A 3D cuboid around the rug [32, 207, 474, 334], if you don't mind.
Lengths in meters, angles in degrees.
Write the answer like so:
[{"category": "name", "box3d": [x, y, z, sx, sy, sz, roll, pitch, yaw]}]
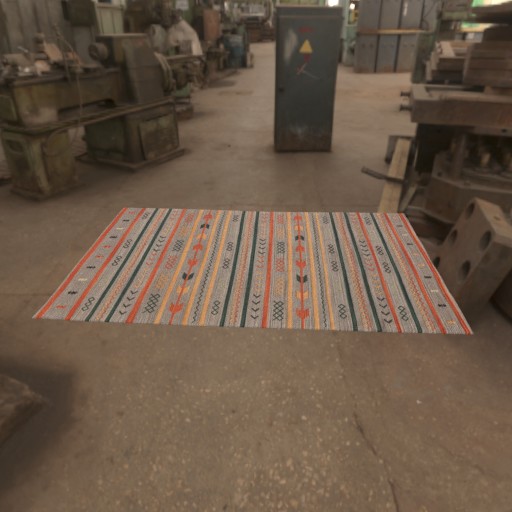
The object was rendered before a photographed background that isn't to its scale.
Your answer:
[{"category": "rug", "box3d": [0.000, 0.000, 2.362, 1.835, 0.017, 1.220, 2, 29, 3]}]
